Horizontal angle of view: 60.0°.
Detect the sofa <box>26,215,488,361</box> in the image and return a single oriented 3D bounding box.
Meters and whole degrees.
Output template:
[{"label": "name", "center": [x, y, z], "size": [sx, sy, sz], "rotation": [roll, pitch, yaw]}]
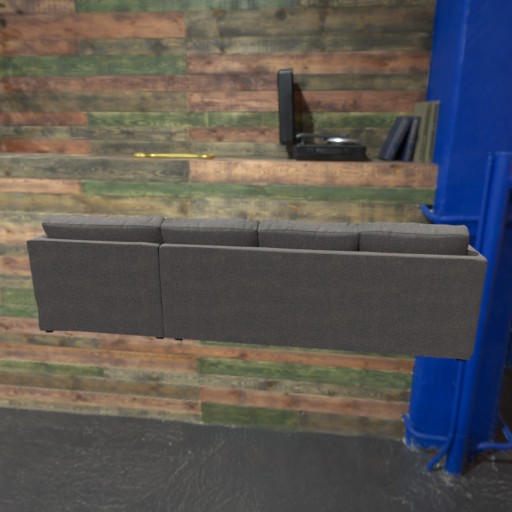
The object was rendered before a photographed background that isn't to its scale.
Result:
[{"label": "sofa", "center": [0.000, 0.000, 3.845], "size": [3.205, 0.922, 1.650], "rotation": [2, 17, 8]}]
